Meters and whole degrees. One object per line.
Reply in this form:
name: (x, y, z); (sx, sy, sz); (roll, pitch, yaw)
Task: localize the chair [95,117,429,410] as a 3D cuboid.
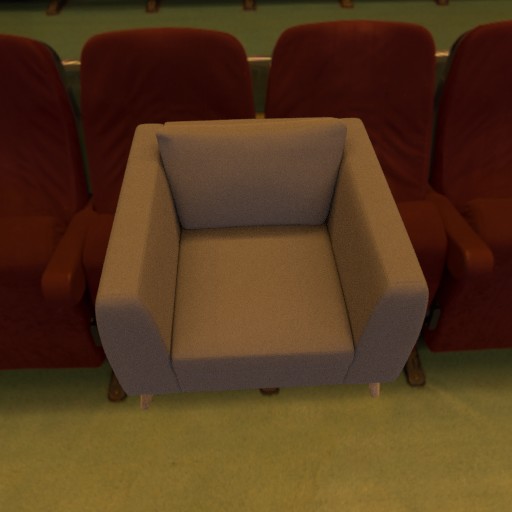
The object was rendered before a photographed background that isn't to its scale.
chair: (0.000, 0.000, 1.729); (1.000, 0.860, 0.930); (-2, 48, -2)
